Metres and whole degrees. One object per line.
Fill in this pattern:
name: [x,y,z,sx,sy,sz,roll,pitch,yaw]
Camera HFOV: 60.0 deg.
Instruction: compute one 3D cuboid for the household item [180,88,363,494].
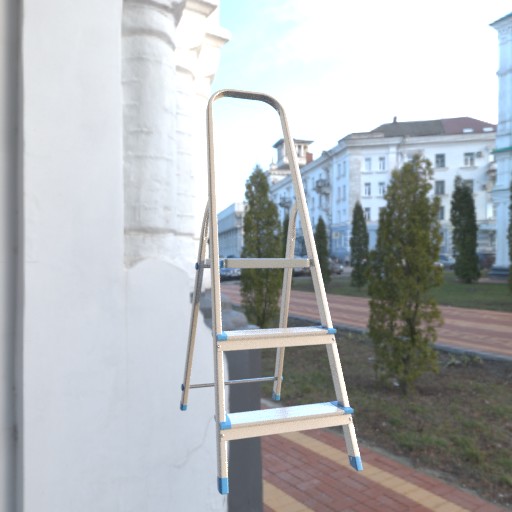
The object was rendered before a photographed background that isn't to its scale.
household item: [0.000,0.000,1.517,0.420,1.215,0.687,0,0,-18]
